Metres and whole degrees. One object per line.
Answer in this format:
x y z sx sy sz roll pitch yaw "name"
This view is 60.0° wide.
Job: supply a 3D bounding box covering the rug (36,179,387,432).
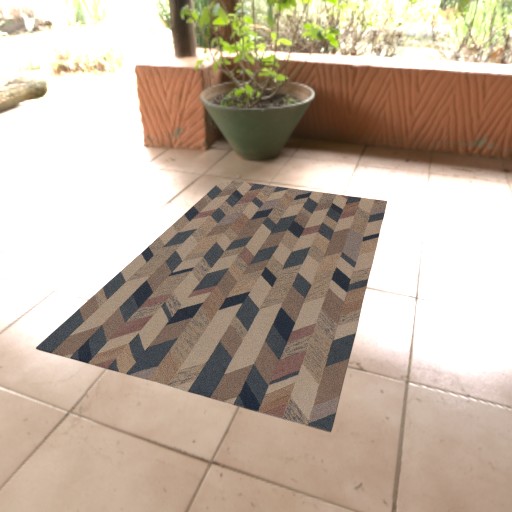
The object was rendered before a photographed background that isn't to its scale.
0.000 0.000 2.988 1.513 0.008 2.423 10 33 16 "rug"
